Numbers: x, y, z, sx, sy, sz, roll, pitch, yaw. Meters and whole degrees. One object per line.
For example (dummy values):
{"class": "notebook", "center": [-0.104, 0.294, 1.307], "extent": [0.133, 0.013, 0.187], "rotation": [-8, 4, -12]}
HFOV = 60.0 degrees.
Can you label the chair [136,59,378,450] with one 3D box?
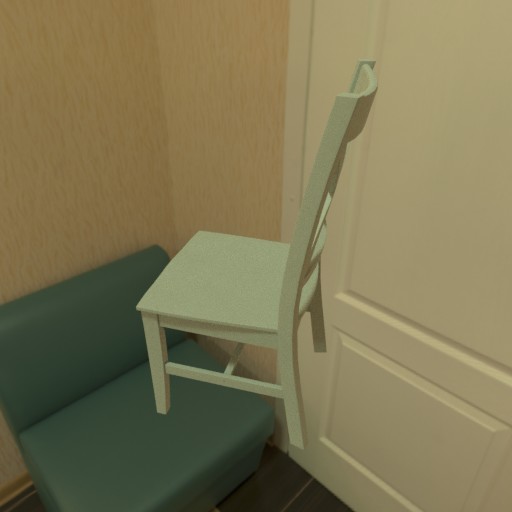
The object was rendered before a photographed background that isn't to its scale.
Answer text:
{"class": "chair", "center": [0.000, 0.000, 1.253], "extent": [0.542, 0.983, 0.485], "rotation": [8, 32, 13]}
